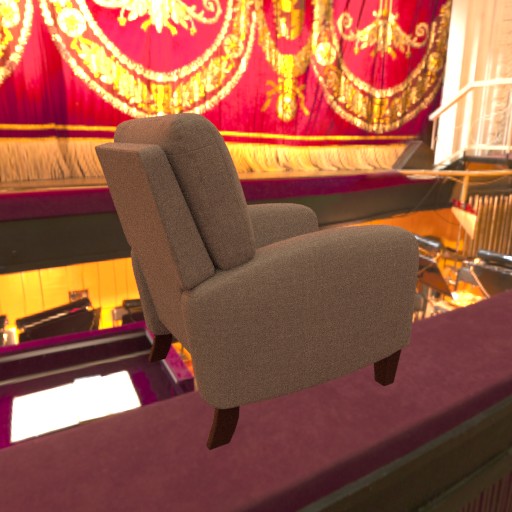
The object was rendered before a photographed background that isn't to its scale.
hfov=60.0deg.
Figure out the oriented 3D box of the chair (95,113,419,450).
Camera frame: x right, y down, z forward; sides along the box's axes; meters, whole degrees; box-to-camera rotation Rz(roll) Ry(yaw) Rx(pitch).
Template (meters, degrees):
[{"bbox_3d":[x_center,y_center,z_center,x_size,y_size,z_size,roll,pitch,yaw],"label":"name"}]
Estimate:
[{"bbox_3d":[0.000,0.000,1.667,0.990,0.990,0.762,-8,17,-28],"label":"chair"}]
